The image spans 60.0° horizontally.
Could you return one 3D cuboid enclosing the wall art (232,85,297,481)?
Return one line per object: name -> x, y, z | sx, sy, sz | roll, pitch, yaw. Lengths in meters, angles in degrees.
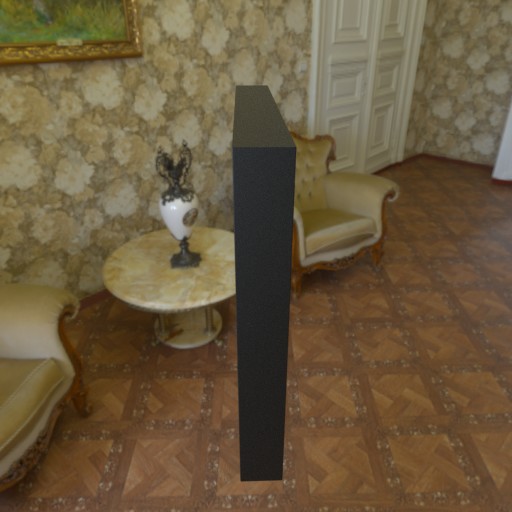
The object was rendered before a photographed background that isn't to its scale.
wall art -> 0.000, 0.000, 0.468 | 0.038, 0.304, 0.304 | -1, 27, -2
